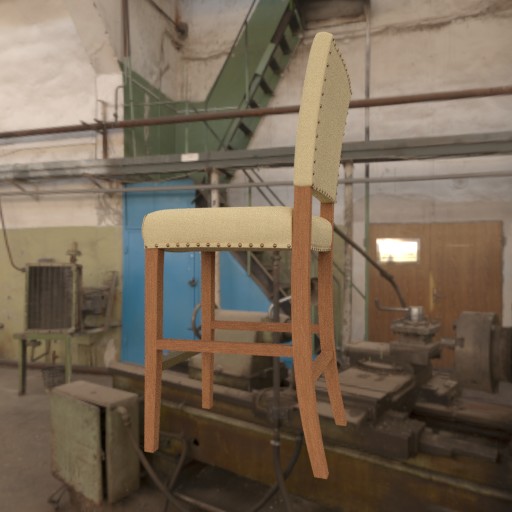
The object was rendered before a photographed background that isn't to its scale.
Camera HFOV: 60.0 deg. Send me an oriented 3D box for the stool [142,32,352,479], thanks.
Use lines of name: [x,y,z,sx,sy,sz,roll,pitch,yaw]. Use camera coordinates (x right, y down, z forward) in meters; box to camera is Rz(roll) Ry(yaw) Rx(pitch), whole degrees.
stool: [0.000,0.000,1.437,0.584,1.168,0.445,0,0,19]
